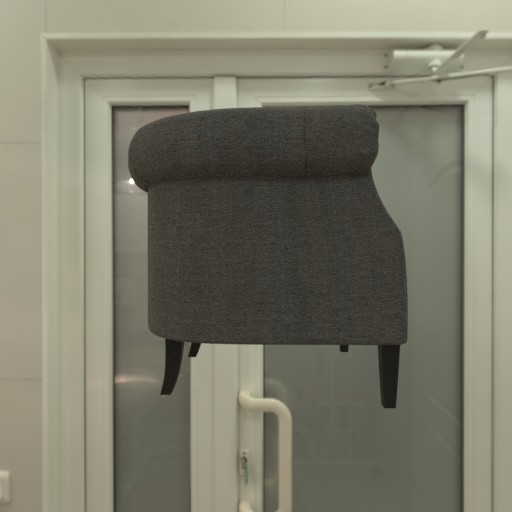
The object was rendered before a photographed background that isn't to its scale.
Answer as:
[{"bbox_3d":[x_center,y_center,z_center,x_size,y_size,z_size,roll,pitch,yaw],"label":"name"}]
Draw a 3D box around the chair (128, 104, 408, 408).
[{"bbox_3d":[0.000,0.000,1.573,0.852,0.827,0.905,0,0,1],"label":"chair"}]
